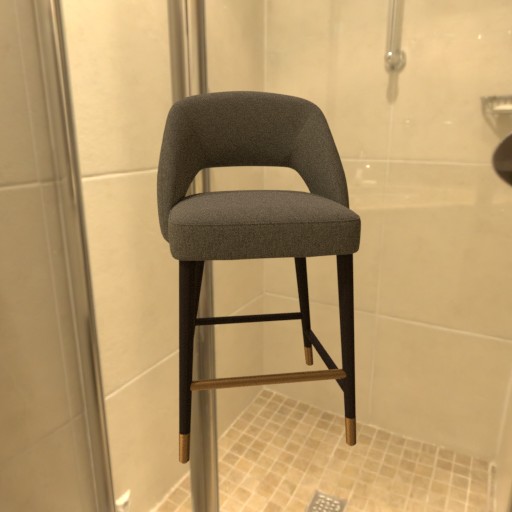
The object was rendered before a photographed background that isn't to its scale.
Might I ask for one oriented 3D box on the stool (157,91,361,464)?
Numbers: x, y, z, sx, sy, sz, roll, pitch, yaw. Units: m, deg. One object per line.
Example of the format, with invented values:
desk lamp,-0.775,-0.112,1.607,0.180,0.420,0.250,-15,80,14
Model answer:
stool,0.000,0.000,1.266,0.536,0.925,0.524,-2,16,-8
